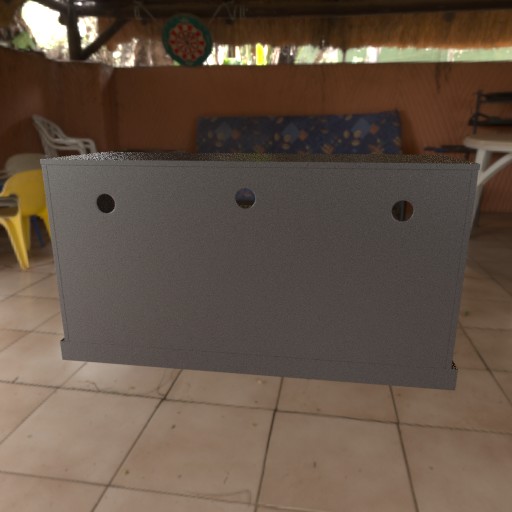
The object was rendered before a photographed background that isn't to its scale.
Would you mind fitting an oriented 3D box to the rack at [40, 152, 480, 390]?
[{"bbox_3d":[0.000,0.000,1.450,1.206,0.635,0.399,2,16,8],"label":"rack"}]
